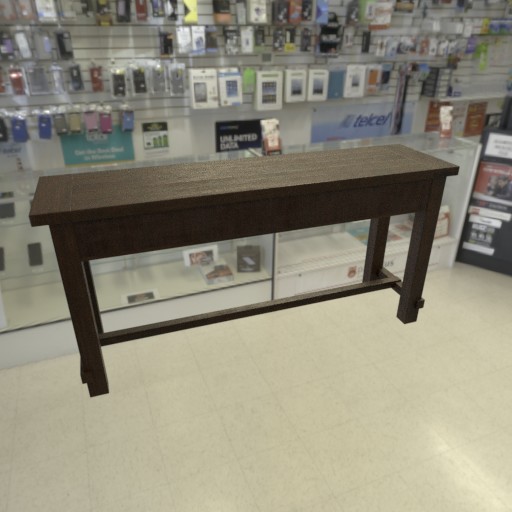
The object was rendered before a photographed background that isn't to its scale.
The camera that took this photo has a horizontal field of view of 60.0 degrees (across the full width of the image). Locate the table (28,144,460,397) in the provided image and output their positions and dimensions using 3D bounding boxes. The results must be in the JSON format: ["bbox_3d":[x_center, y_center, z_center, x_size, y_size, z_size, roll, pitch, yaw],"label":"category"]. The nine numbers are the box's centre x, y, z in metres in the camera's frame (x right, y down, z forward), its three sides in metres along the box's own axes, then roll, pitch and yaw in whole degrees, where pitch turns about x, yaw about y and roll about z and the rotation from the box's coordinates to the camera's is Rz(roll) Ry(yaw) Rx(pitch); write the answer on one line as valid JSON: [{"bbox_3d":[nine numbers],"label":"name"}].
[{"bbox_3d":[0.000,0.000,1.919,1.599,0.762,0.442,-9,29,-17],"label":"table"}]
